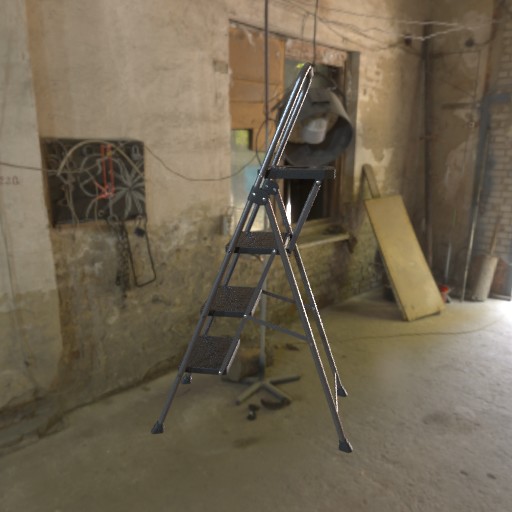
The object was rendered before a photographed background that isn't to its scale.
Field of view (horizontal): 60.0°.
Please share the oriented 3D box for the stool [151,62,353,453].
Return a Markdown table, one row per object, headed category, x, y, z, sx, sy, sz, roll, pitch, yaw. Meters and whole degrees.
| category | x | y | z | sx | sy | sz | roll | pitch | yaw |
| --- | --- | --- | --- | --- | --- | --- | --- | --- | --- |
| stool | 0.000 | 0.000 | 1.611 | 0.733 | 1.277 | 0.396 | 2 | 14 | 8 |
